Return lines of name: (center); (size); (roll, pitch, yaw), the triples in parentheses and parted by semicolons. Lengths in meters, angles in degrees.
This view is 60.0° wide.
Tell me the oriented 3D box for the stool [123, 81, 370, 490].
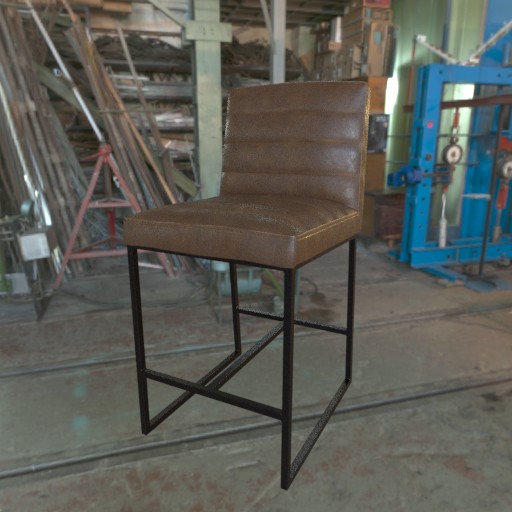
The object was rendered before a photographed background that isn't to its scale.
stool: (0.000, 0.000, 1.218); (0.463, 0.942, 0.562); (8, 17, 27)
